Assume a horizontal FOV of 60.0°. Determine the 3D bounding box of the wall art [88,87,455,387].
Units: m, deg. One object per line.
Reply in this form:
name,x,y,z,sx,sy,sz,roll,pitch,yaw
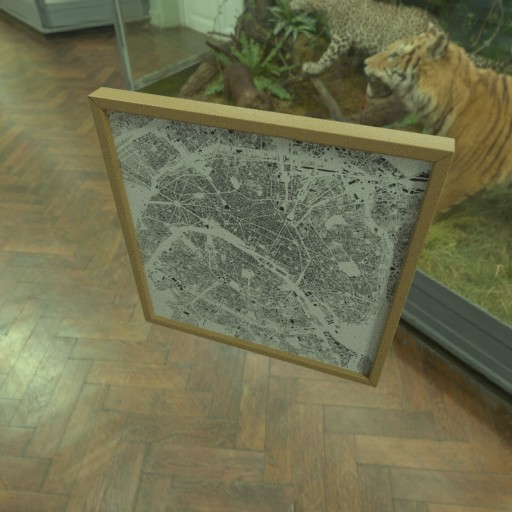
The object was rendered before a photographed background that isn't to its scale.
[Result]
wall art,0.000,0.000,0.767,0.509,0.509,0.036,13,43,14
